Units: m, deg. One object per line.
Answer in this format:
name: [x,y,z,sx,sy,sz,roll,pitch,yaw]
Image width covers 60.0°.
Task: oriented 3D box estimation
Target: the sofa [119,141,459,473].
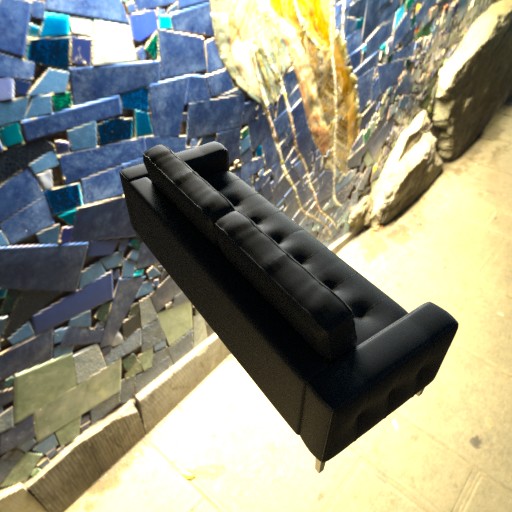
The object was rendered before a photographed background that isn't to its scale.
sofa: [0.000,0.000,2.732,0.833,0.893,2.275,-25,47,-25]
